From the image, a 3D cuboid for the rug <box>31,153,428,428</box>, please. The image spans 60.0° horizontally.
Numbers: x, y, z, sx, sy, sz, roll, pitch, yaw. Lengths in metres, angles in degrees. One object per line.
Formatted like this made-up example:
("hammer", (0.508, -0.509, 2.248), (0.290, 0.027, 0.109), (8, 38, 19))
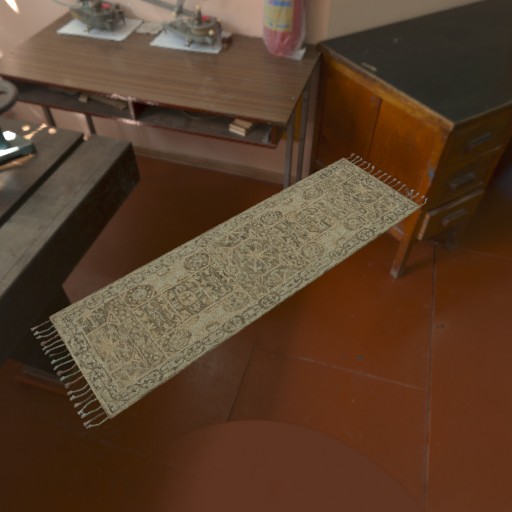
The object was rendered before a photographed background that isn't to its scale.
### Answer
("rug", (0.000, 0.000, 2.861), (2.664, 0.011, 0.762), (-31, 55, -25))
